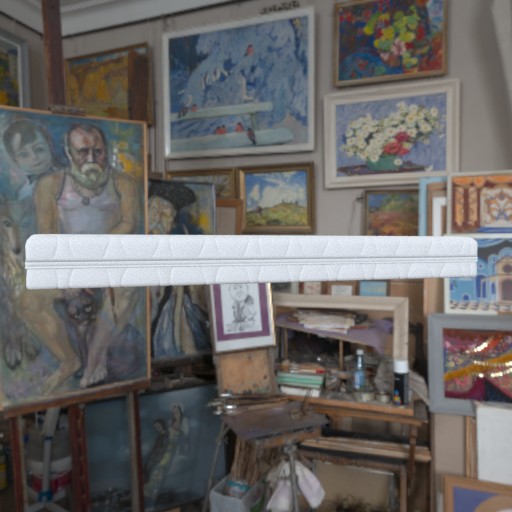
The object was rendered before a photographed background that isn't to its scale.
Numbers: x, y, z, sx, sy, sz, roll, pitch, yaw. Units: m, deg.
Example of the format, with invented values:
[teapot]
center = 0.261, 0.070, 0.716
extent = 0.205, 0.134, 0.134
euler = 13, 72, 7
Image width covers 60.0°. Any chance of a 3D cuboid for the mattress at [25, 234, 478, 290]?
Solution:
[mattress]
center = 0.000, 0.000, 2.293
extent = 2.000, 0.200, 0.900
euler = -1, 2, -18
